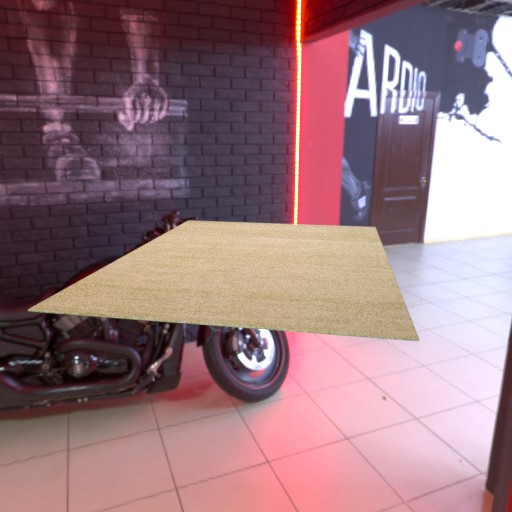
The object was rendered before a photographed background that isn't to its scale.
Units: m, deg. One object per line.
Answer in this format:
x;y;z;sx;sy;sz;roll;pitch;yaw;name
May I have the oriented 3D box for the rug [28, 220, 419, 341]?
0.000;0.000;4.178;2.425;0.016;3.198;3;15;10;rug
